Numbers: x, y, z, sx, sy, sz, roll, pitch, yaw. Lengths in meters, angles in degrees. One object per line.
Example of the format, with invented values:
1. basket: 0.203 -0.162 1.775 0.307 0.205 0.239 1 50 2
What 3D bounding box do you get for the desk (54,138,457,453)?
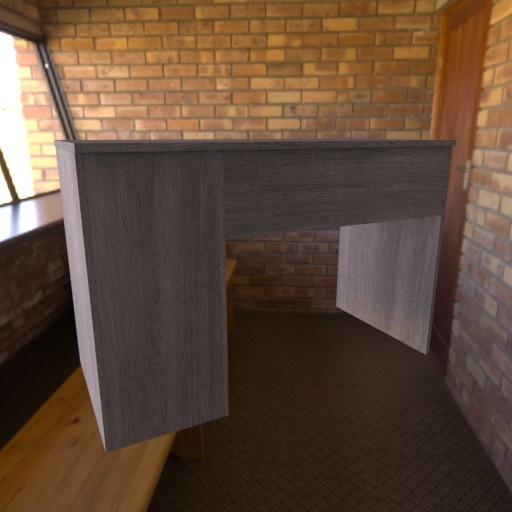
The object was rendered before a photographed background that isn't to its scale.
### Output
1. desk: 0.000 0.000 1.451 1.097 0.735 0.560 -8 17 -26
